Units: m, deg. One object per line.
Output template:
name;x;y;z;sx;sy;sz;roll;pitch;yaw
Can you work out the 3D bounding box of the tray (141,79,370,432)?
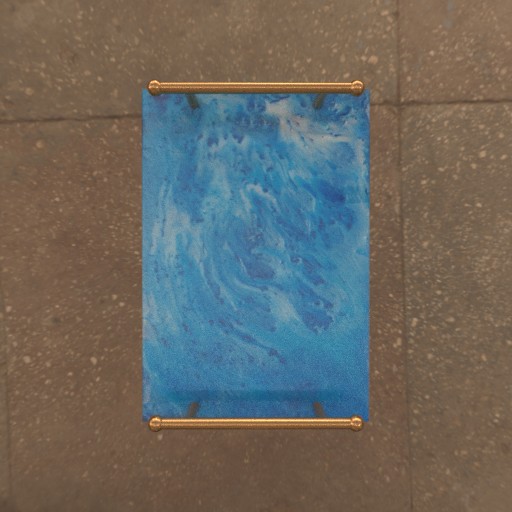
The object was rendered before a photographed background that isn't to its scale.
tray;0.000;0.000;0.563;0.304;0.084;0.444;0;91;0
